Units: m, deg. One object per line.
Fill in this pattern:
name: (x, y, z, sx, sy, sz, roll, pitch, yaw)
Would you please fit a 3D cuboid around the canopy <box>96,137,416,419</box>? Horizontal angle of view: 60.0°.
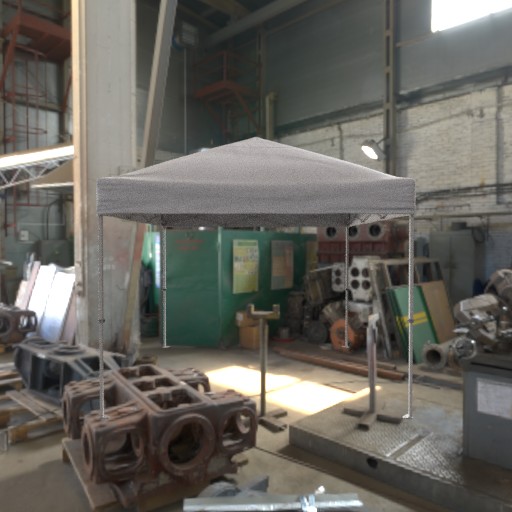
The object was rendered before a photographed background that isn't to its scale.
canopy: (0.000, 0.000, 5.622, 2.998, 2.997, 2.996, 0, 1, 0)
